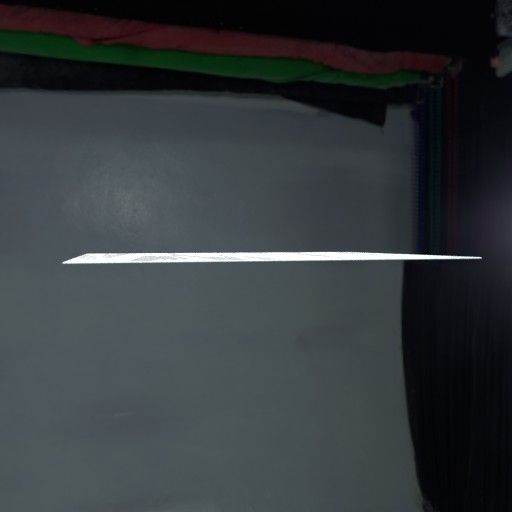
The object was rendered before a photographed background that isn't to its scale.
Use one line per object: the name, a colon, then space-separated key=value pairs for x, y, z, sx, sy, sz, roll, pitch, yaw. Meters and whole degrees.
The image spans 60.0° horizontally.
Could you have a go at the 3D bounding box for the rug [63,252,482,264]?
rug: x=0.000 y=0.000 z=2.856 sx=2.142 sy=0.010 sz=1.533 roll=-1 pitch=2 yaw=-17
